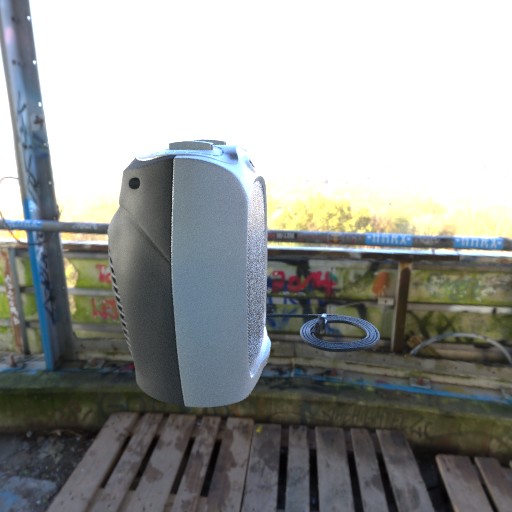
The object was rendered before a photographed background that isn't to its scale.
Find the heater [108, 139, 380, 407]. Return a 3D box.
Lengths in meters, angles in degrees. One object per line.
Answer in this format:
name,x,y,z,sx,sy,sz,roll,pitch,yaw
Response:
heater,0.000,0.000,0.471,0.291,0.240,0.239,2,16,7
